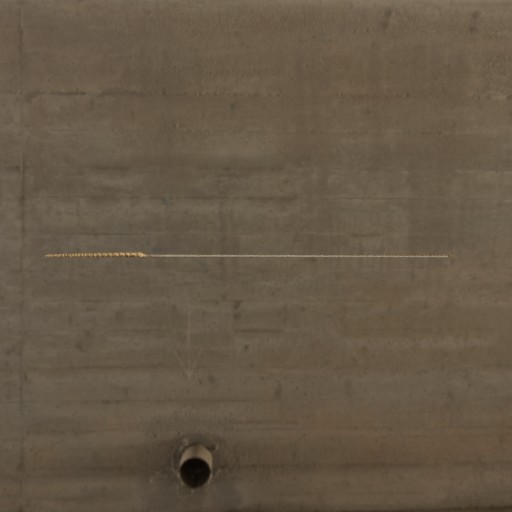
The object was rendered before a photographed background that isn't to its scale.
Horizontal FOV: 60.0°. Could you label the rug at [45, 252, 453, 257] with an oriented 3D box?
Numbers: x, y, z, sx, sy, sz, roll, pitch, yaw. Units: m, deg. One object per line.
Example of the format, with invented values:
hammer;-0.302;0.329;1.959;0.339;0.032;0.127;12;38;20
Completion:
rug;0.000;0.000;3.106;2.433;0.022;1.556;0;0;-37
